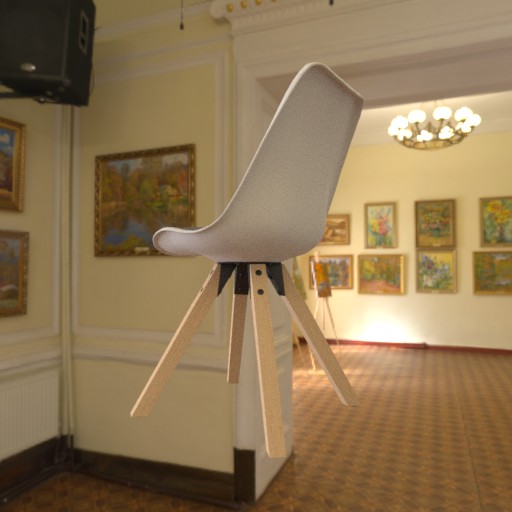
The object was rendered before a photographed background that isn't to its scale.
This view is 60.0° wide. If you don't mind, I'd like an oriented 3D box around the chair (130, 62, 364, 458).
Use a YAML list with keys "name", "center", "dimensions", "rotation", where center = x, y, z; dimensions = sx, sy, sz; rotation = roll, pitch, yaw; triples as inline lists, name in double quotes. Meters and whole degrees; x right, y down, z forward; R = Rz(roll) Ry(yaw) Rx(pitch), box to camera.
- name: "chair"
  center: [0.000, 0.000, 1.213]
  dimensions: [0.550, 0.850, 0.485]
  rotation: [-1, -2, 35]
